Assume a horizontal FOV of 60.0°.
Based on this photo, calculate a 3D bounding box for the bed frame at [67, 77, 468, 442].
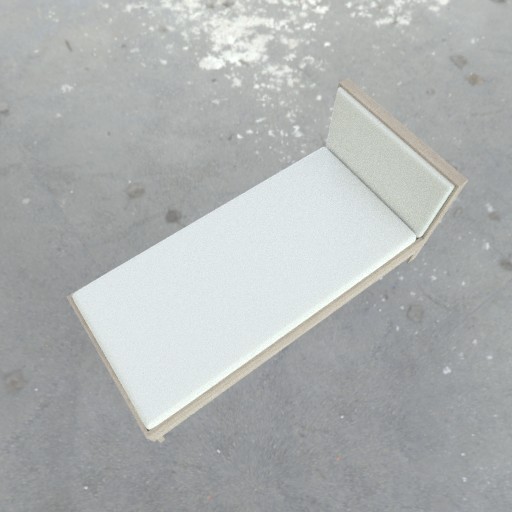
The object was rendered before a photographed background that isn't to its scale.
[{"bbox_3d":[0.000,0.000,2.718,2.140,0.920,0.990,-33,67,-16],"label":"bed frame"}]
